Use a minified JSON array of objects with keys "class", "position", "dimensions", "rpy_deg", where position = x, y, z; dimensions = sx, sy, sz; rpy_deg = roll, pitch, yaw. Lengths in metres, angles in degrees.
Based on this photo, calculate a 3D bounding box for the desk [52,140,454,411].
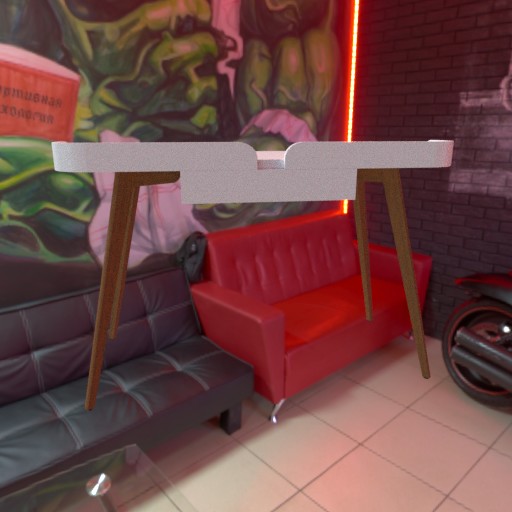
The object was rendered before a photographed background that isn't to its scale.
[{"class":"desk","position":[0.000,0.000,1.595],"dimensions":[1.206,0.807,0.534],"rpy_deg":[-3,16,-9]}]
